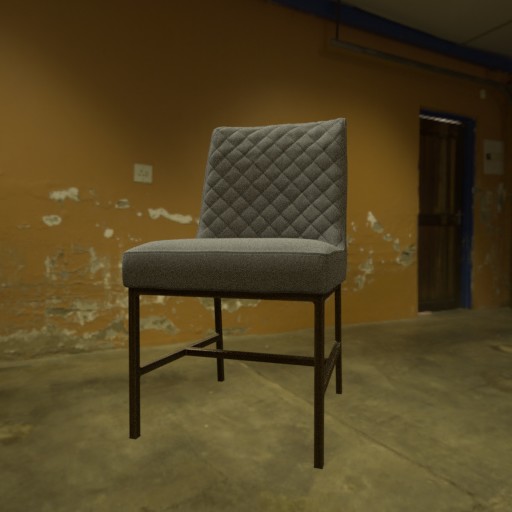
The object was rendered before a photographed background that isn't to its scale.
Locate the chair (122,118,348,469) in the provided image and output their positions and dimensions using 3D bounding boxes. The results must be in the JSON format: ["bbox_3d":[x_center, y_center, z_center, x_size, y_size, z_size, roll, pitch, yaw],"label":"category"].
[{"bbox_3d":[0.000,0.000,1.262,0.508,0.889,0.587,0,1,18],"label":"chair"}]
